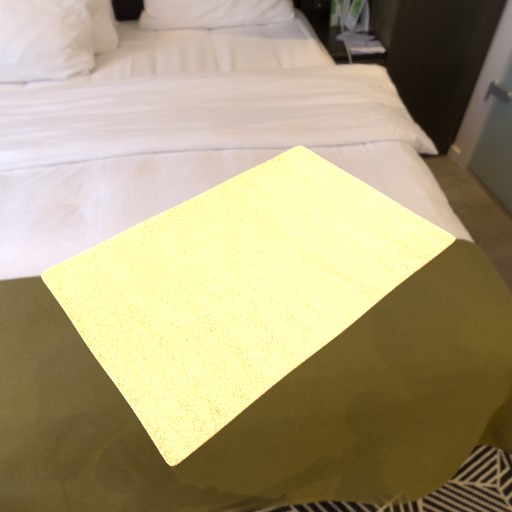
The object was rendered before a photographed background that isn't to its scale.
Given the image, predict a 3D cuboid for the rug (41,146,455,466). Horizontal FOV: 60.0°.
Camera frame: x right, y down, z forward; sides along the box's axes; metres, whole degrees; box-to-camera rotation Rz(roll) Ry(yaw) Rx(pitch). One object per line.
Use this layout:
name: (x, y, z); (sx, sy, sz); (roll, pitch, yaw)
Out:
rug: (0.000, 0.000, 3.416); (2.698, 0.025, 1.798); (-31, 54, -27)
